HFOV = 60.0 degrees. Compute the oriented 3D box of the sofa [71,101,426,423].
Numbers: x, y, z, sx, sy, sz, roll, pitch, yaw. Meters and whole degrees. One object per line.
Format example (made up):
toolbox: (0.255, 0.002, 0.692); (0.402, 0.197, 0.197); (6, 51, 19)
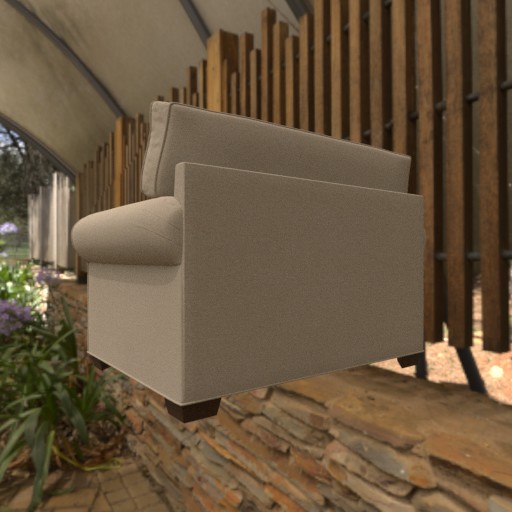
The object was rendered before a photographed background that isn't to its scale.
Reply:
sofa: (0.000, 0.000, 2.038); (1.405, 1.006, 0.937); (0, 0, -37)
